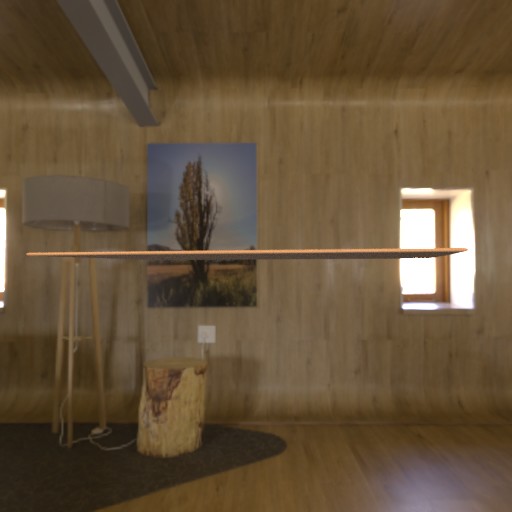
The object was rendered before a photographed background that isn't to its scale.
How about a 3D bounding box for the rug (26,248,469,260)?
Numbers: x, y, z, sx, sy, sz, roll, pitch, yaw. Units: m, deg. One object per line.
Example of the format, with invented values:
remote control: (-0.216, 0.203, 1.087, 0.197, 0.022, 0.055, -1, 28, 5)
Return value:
rug: (0.000, 0.000, 2.110, 1.678, 0.013, 1.078, 0, -2, 16)
